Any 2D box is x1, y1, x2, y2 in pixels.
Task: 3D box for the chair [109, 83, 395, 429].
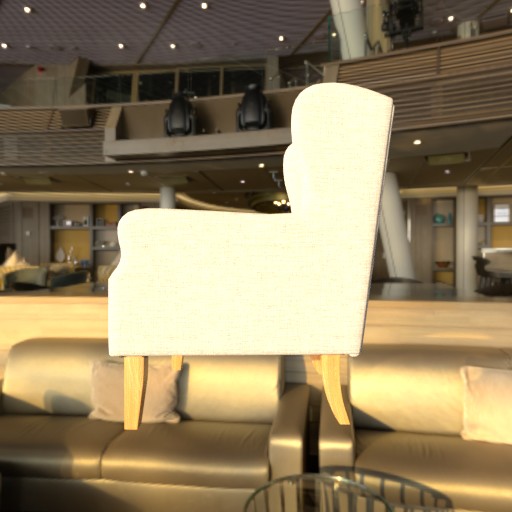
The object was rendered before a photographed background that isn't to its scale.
[{"bbox_3d":[0.000,0.000,1.500,0.760,0.930,0.710,0,1,1],"label":"chair"}]
